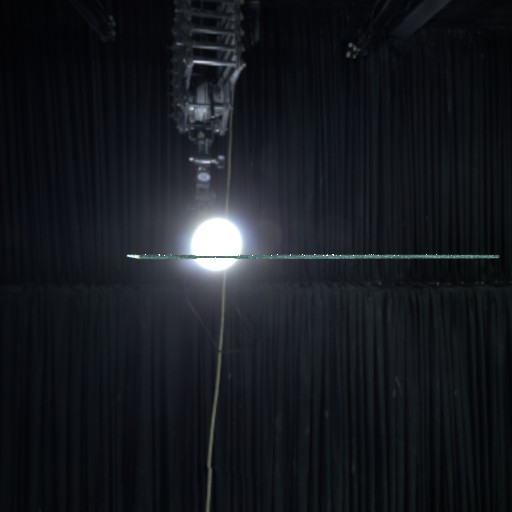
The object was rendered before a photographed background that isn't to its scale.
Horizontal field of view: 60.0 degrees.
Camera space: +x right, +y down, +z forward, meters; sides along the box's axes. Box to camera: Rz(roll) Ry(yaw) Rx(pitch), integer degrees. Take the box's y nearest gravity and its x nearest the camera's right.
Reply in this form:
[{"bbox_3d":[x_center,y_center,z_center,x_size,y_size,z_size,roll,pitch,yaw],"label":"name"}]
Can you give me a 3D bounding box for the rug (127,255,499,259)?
[{"bbox_3d":[0.000,0.000,2.229,1.212,0.010,1.811,0,0,-17],"label":"rug"}]
